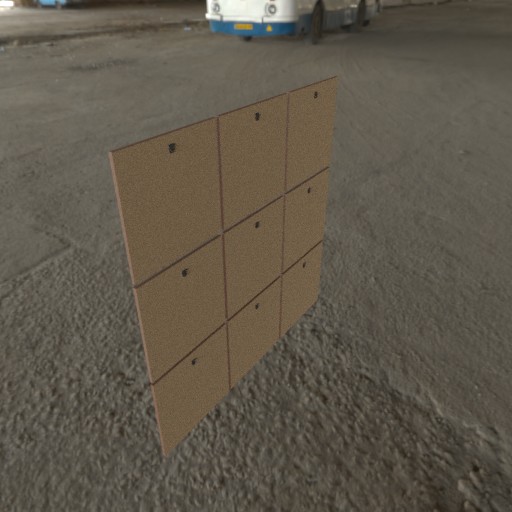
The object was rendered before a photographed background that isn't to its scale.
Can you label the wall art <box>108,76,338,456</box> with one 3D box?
[{"bbox_3d":[0.000,0.000,1.825,0.019,1.218,1.221,21,38,29],"label":"wall art"}]
